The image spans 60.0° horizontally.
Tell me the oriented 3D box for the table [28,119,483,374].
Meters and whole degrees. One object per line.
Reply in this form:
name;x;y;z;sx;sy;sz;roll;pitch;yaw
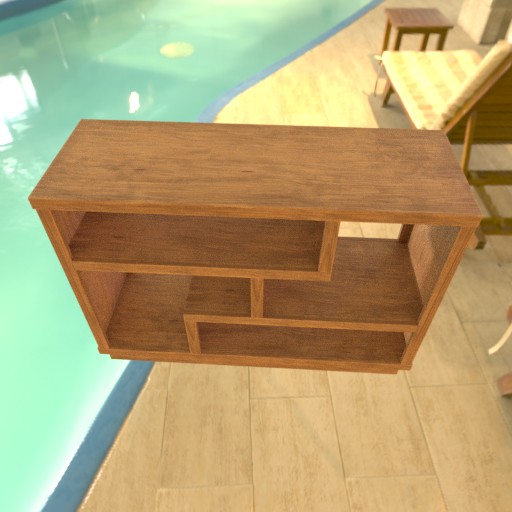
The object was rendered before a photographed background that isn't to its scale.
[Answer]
table;0.000;0.000;1.531;1.151;0.771;0.410;2;46;2
